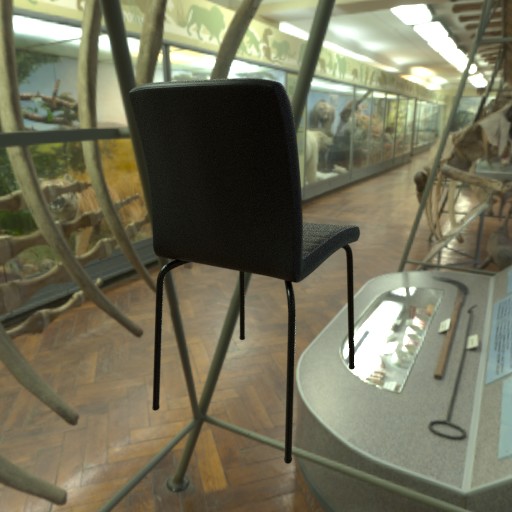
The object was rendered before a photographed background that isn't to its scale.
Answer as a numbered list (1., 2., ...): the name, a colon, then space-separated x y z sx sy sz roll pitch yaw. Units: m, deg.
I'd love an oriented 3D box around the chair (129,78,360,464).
1. chair: 0.000 0.000 1.230 0.450 0.872 0.572 9 19 28
